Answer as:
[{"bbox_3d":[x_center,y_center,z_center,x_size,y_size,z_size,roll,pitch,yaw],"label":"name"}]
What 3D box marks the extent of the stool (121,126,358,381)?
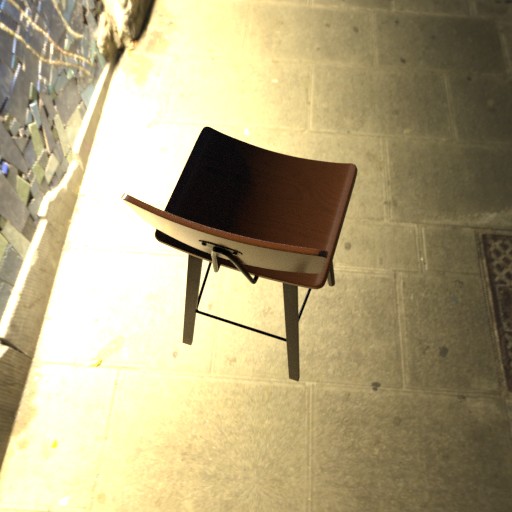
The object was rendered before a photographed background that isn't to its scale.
[{"bbox_3d":[0.000,0.000,1.250,0.509,0.969,0.440,17,64,8],"label":"stool"}]
